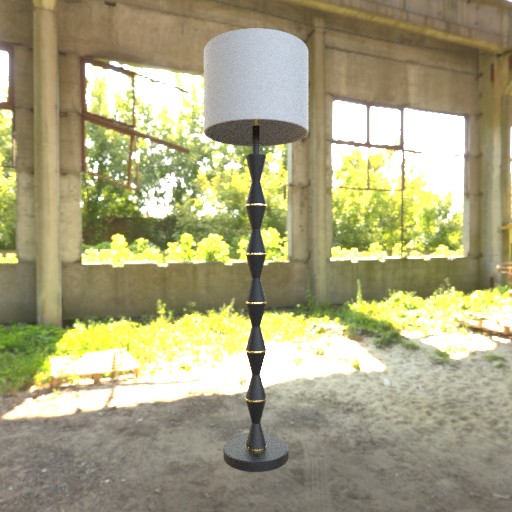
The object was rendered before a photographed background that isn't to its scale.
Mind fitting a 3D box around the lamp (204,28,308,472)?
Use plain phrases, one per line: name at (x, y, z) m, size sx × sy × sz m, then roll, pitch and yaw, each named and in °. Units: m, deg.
lamp at (0.000, 0.000, 1.631) m, size 0.381 × 1.480 × 0.381 m, roll 0°, pitch 1°, yaw 34°
